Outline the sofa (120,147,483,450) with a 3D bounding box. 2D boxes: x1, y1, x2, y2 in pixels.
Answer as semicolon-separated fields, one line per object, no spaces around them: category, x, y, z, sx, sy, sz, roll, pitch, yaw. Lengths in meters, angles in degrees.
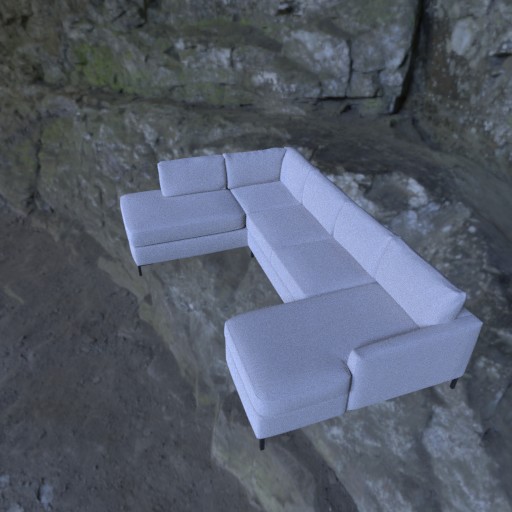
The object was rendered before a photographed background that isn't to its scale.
sofa;0.000;0.000;3.733;1.989;0.862;2.984;-11;35;-16
